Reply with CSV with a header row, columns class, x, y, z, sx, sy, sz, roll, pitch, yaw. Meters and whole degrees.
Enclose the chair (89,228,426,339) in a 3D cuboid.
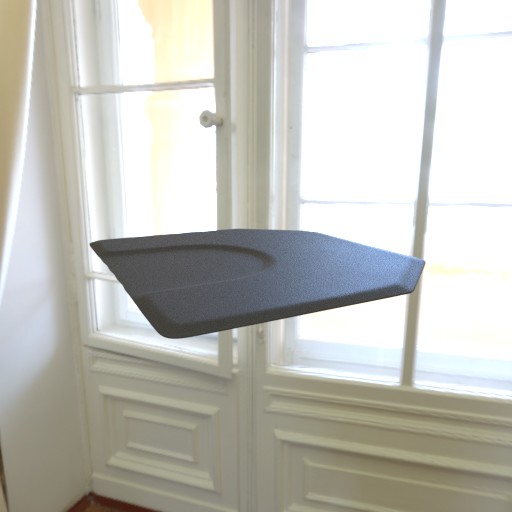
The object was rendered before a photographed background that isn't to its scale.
class,x,y,z,sx,sy,sz,roll,pitch,yaw
chair,0.000,0.000,1.940,1.219,0.024,1.372,-7,15,-27
